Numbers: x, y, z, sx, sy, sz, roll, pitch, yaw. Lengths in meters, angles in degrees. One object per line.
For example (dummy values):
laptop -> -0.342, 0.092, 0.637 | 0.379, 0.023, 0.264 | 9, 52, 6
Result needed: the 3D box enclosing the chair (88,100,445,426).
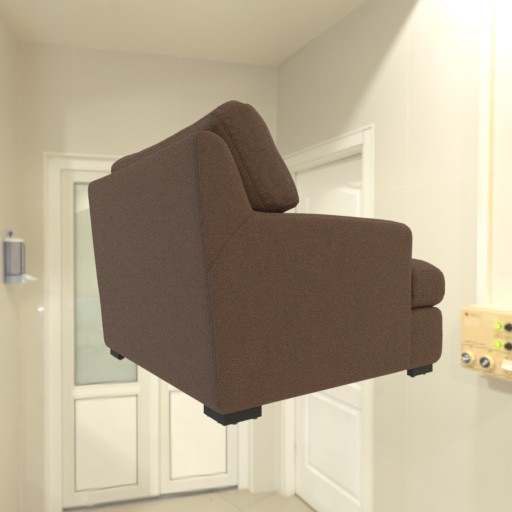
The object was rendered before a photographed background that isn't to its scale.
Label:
chair -> 0.000, 0.000, 1.915 | 1.143, 0.940, 1.168 | 0, 1, -35
